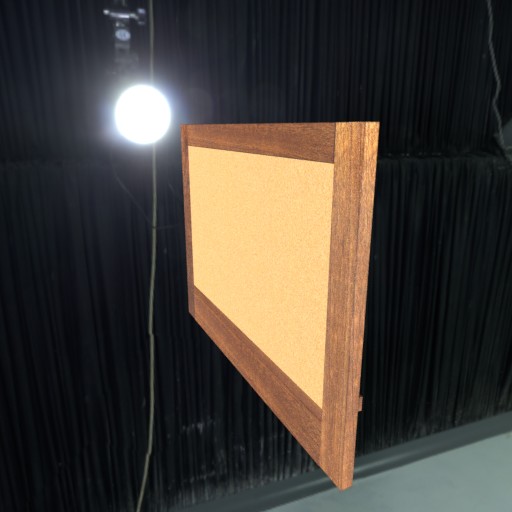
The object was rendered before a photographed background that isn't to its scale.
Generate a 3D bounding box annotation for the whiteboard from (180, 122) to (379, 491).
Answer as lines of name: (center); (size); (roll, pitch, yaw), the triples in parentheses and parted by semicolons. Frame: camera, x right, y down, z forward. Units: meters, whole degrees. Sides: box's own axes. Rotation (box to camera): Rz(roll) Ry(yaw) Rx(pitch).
whiteboard: (0.000, 0.000, 0.976); (0.083, 0.559, 0.783); (-8, 18, -25)
